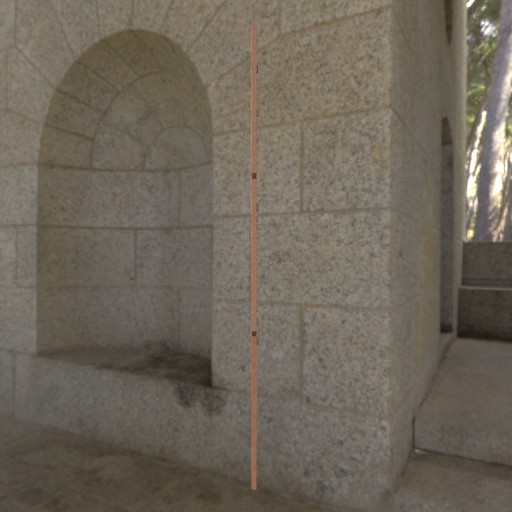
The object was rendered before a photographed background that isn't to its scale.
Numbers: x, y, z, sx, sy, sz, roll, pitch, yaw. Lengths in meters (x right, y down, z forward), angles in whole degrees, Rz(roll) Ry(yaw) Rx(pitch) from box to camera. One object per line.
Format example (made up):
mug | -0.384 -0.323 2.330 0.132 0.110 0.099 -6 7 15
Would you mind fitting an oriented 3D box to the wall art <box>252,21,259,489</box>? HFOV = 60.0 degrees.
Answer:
wall art | 0.000 0.000 1.762 0.019 1.218 1.221 0 0 0
